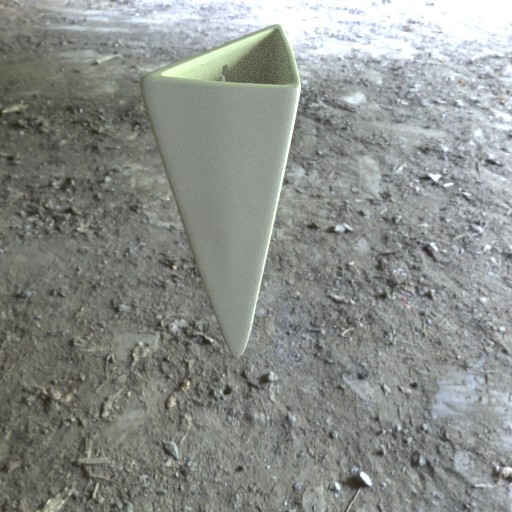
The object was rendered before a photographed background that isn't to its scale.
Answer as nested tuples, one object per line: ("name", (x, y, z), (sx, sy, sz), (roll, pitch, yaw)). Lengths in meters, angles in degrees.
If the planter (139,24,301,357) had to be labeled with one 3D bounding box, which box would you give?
("planter", (0.000, 0.000, 0.390), (0.065, 0.338, 0.143), (26, 48, 26))
